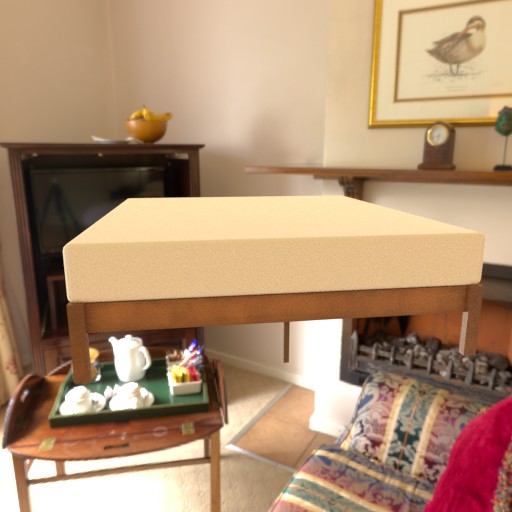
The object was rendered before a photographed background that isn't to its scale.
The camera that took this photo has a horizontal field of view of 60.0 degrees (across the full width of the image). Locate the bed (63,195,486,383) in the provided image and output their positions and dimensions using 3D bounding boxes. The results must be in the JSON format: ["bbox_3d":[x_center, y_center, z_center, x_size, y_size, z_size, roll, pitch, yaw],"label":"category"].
[{"bbox_3d":[0.000,0.000,3.003,1.930,0.616,2.049,-2,13,-8],"label":"bed"}]
